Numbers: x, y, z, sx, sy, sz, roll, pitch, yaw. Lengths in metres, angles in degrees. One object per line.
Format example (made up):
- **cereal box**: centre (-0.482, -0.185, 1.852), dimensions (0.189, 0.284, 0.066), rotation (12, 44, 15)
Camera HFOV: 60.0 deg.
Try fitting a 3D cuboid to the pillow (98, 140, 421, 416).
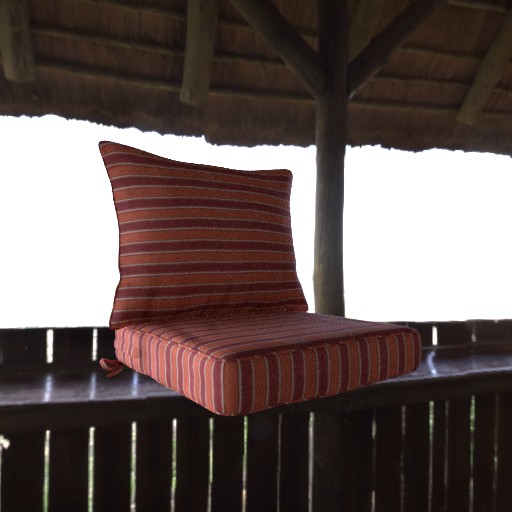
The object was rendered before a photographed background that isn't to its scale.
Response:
- **pillow**: centre (0.000, 0.000, 1.370), dimensions (0.799, 0.723, 0.733), rotation (0, 0, -36)
